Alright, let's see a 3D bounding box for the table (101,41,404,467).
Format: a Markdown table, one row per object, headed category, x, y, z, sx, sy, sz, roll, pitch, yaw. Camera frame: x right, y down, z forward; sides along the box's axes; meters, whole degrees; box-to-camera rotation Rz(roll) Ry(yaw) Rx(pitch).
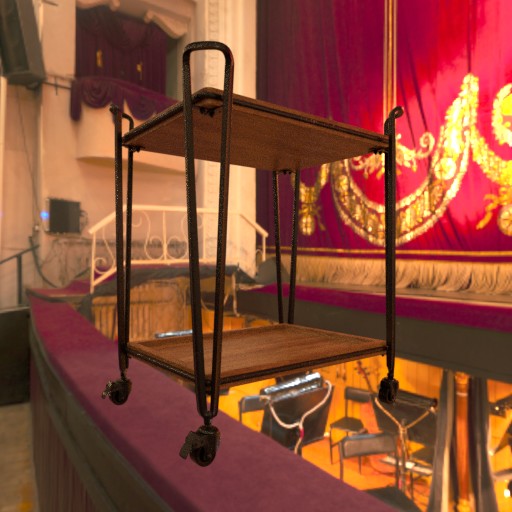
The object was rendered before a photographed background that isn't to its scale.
| category | x | y | z | sx | sy | sz | roll | pitch | yaw |
| --- | --- | --- | --- | --- | --- | --- | --- | --- | --- |
| table | 0.000 | 0.000 | 1.181 | 0.672 | 0.785 | 0.505 | 0 | 0 | -38 |
